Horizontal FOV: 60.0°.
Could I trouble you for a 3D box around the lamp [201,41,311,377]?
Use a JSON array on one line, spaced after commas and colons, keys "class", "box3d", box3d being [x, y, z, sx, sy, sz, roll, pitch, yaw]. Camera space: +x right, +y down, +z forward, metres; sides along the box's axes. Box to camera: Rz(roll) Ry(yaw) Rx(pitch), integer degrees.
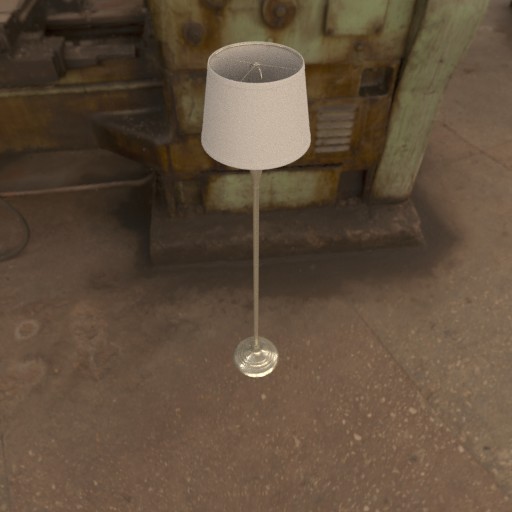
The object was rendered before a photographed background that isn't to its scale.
[{"class": "lamp", "box3d": [0.000, 0.000, 1.715, 0.327, 1.506, 0.327, -19, 50, -17]}]
